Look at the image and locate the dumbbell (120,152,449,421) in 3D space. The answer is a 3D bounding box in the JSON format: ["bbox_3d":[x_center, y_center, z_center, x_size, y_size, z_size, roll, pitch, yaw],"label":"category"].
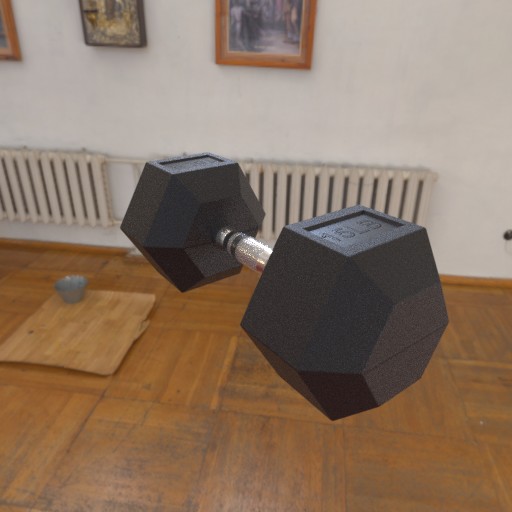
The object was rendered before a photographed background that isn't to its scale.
[{"bbox_3d":[0.000,0.000,0.332,0.122,0.106,0.271,-18,31,-33],"label":"dumbbell"}]
